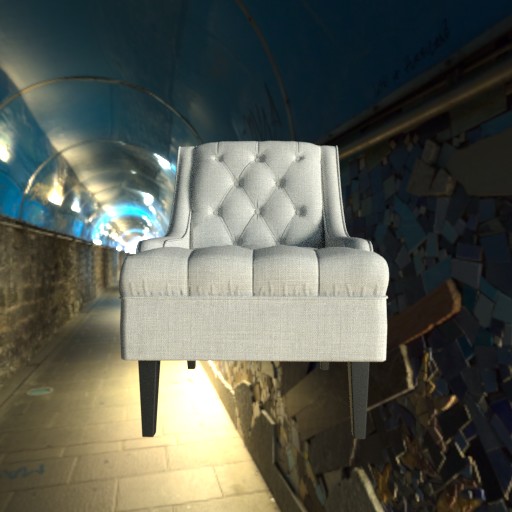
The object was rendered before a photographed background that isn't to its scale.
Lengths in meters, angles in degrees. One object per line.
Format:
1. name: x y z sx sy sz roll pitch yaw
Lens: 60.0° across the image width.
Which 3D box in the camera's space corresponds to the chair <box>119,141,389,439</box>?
1. chair: 0.000 0.000 1.402 0.658 0.891 0.772 0 0 1
